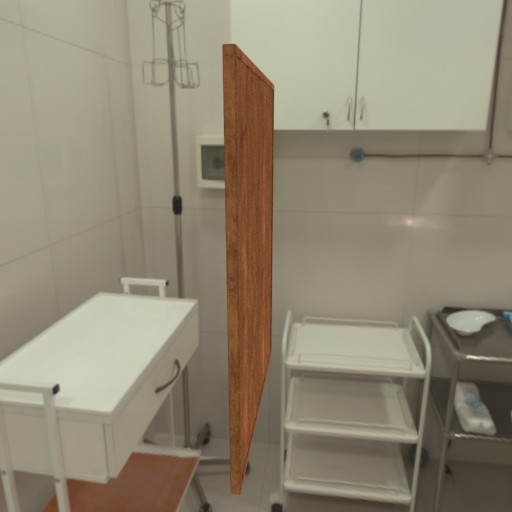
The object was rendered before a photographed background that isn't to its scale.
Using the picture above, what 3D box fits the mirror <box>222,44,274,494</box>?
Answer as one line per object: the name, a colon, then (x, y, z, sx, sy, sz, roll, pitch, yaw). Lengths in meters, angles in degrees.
mirror: (0.000, 0.000, 1.411, 0.028, 1.099, 0.796, 2, 16, 8)
